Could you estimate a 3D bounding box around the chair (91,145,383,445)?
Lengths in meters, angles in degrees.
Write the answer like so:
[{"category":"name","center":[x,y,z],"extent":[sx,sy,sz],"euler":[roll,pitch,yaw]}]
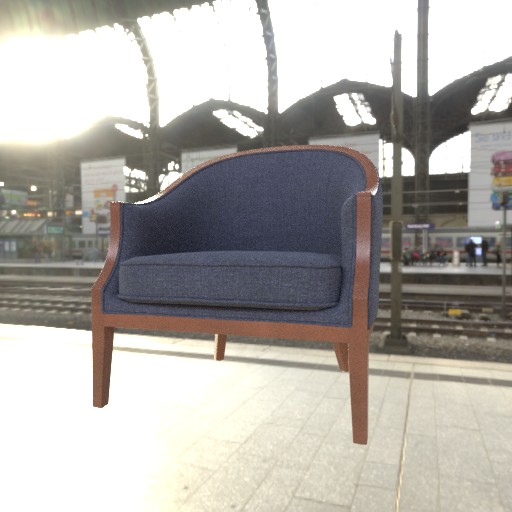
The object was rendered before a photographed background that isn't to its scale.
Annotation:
[{"category":"chair","center":[0.000,0.000,1.465],"extent":[0.803,0.876,0.735],"euler":[0,1,19]}]
